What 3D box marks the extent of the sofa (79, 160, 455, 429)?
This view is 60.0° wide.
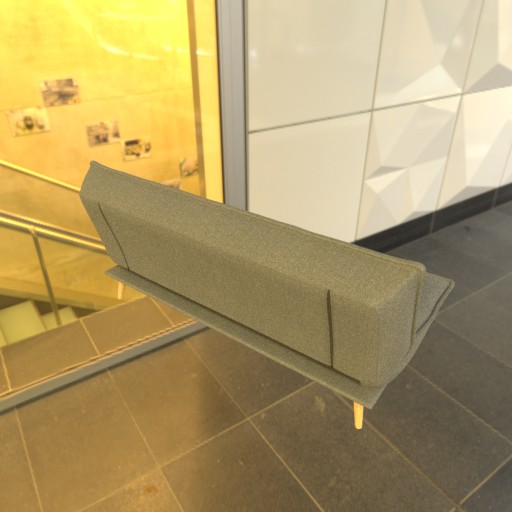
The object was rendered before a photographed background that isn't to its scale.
[{"bbox_3d":[0.000,0.000,2.491,1.940,0.890,0.950,21,36,31],"label":"sofa"}]
